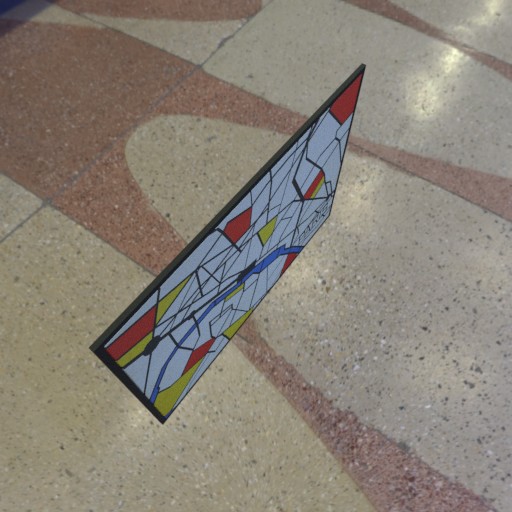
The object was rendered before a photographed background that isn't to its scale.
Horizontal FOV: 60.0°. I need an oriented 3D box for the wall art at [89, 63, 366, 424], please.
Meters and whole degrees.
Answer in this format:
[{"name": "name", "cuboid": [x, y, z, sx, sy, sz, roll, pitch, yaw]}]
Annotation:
[{"name": "wall art", "cuboid": [0.000, 0.000, 1.249, 0.013, 0.665, 0.963, 32, 64, 18]}]
